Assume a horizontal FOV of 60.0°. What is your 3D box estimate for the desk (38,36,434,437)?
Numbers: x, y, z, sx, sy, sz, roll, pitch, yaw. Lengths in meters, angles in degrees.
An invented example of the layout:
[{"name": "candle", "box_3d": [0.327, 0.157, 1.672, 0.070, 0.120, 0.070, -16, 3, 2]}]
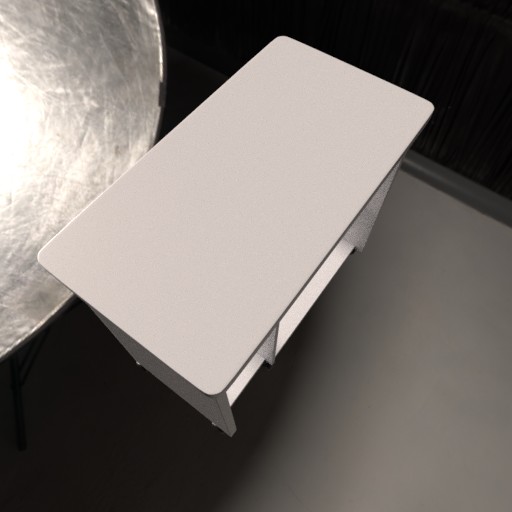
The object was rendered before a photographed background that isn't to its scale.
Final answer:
[{"name": "desk", "box_3d": [0.000, 0.000, 1.321, 0.475, 0.763, 0.877, 33, 66, 17]}]
